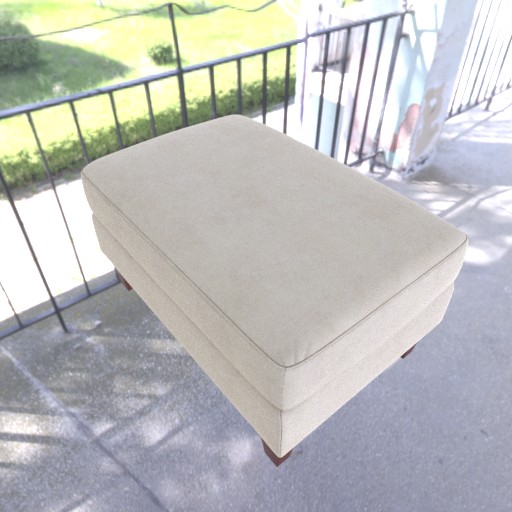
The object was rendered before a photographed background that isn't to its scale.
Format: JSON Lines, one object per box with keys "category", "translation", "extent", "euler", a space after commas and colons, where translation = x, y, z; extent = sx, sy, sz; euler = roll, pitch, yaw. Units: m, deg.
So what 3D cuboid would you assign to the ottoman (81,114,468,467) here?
{"category": "ottoman", "translation": [0.000, 0.000, 1.200], "extent": [0.584, 0.483, 0.864], "euler": [-28, 48, -29]}
